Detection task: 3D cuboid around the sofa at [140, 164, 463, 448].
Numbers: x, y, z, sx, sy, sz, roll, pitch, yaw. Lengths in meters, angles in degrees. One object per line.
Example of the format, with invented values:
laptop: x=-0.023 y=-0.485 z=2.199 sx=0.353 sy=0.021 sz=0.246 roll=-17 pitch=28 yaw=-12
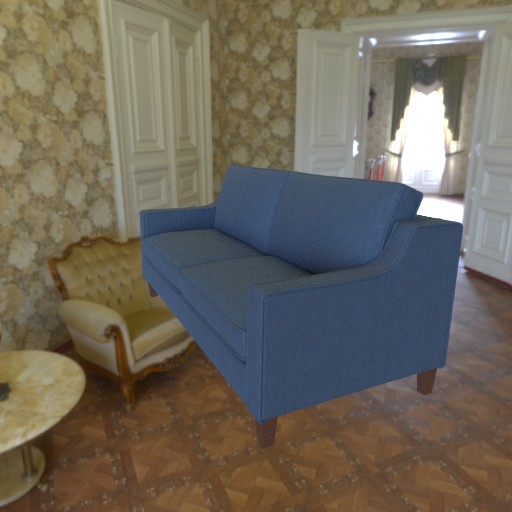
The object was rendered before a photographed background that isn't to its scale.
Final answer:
sofa: x=0.000 y=0.000 z=2.837 sx=1.066 sy=1.071 sz=2.178 roll=-7 pitch=17 yaw=-25
